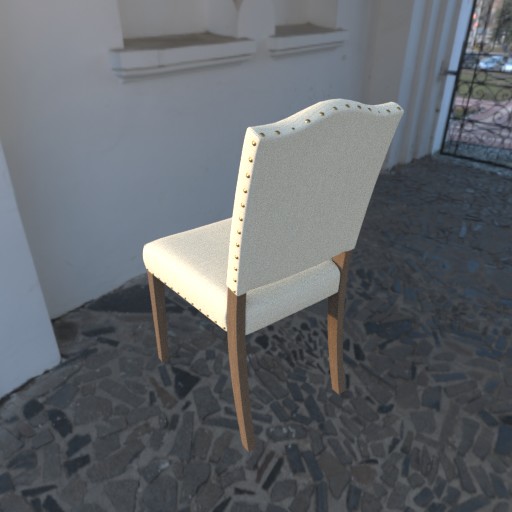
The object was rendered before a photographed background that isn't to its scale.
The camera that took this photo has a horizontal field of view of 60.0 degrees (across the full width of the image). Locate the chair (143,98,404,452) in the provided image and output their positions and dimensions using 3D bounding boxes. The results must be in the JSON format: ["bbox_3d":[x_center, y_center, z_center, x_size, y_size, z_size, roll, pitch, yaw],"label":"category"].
[{"bbox_3d":[0.000,0.000,1.383,0.508,1.015,0.619,-20,35,-31],"label":"chair"}]
